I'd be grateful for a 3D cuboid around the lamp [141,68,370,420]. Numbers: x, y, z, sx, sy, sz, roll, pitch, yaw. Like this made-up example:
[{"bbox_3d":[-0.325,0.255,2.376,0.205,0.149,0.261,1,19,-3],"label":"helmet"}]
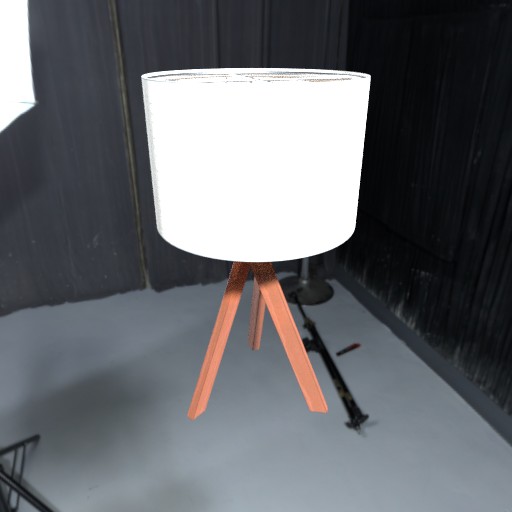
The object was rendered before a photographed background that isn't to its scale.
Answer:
[{"bbox_3d":[0.000,0.000,0.903,0.380,0.686,0.380,-8,27,-17],"label":"lamp"}]
